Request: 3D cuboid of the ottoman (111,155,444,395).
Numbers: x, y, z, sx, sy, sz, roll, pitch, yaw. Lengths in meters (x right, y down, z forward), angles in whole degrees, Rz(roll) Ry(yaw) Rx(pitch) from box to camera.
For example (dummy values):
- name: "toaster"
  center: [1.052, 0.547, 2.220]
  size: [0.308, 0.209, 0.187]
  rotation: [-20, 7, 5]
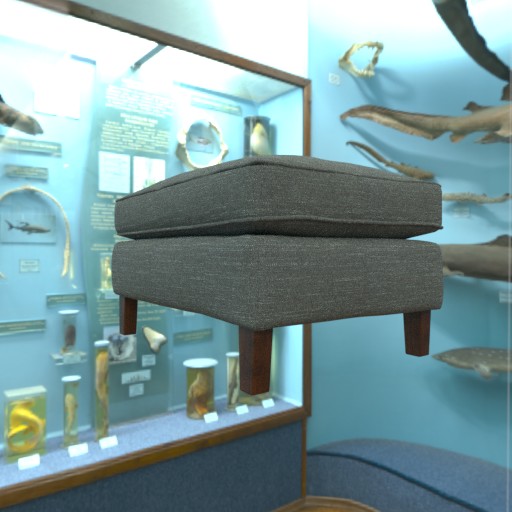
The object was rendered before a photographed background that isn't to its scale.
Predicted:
- name: "ottoman"
  center: [0.000, 0.000, 1.034]
  size: [0.508, 0.406, 0.686]
  rotation: [-1, 1, -35]
